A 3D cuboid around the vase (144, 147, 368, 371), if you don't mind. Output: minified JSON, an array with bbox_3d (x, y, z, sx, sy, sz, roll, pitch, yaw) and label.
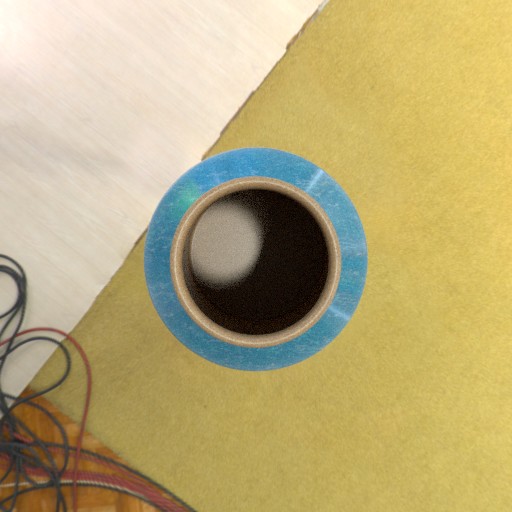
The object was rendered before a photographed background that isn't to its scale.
[{"bbox_3d":[0.000,0.000,0.364,0.163,0.267,0.163,0,92,0],"label":"vase"}]
